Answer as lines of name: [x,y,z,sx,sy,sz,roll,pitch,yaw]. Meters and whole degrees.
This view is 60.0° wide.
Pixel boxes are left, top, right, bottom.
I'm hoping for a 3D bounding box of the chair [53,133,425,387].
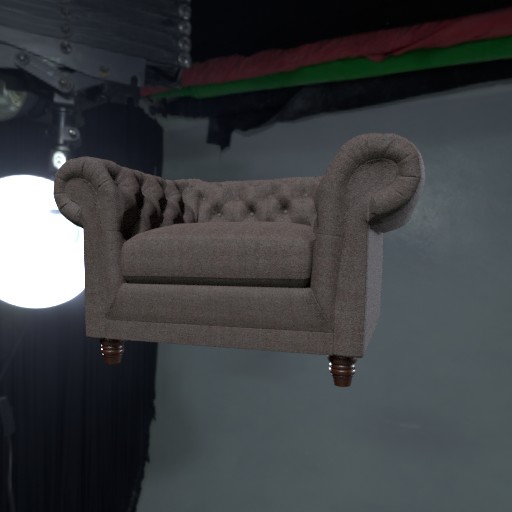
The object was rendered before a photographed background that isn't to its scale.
chair: [0.000,0.000,1.864,1.298,0.780,0.945,0,1,19]
